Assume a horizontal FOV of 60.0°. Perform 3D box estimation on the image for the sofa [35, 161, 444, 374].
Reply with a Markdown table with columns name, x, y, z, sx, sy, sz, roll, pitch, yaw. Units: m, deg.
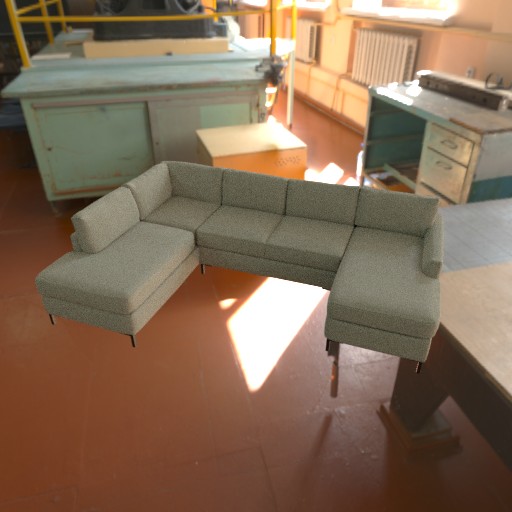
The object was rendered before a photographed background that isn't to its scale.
| name | x | y | z | sx | sy | sz | roll | pitch | yaw |
| --- | --- | --- | --- | --- | --- | --- | --- | --- | --- |
| sofa | 0.000 | 0.000 | 3.792 | 2.984 | 0.862 | 1.989 | 11 | 33 | 17 |
